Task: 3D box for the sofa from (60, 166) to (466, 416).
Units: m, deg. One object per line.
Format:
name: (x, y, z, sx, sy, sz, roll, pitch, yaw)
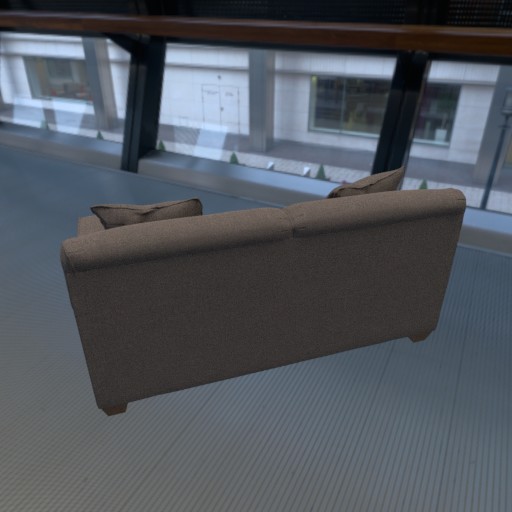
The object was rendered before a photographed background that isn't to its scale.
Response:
sofa: (0.000, 0.000, 2.466, 1.846, 0.958, 1.000, -9, 30, -16)
